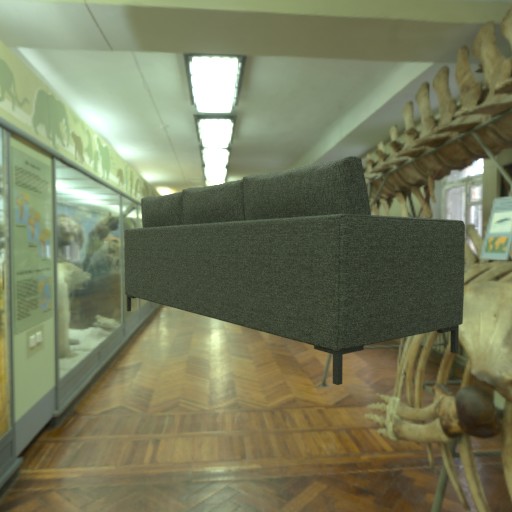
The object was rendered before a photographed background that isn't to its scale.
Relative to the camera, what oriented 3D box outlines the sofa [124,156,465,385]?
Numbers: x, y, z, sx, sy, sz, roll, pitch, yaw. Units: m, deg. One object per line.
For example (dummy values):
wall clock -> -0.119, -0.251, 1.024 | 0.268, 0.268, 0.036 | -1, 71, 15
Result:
sofa -> 0.000, 0.000, 2.739 | 0.876, 0.879, 2.253 | -1, 2, -36
